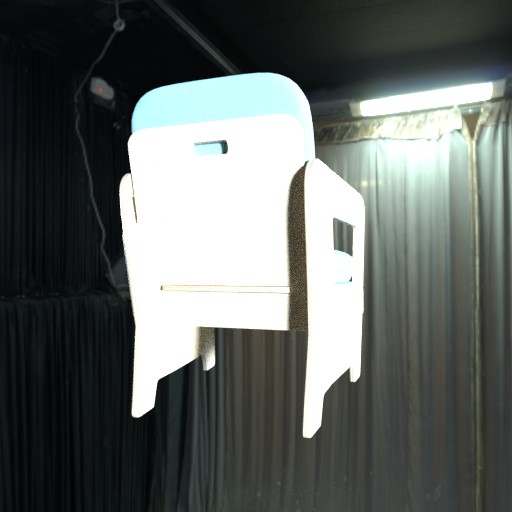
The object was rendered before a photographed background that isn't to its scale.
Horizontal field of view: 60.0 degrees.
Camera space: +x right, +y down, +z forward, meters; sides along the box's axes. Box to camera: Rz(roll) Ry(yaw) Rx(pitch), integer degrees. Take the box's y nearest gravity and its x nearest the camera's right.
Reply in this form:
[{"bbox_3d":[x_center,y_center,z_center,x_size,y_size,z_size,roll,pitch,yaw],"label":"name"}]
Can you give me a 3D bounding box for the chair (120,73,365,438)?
[{"bbox_3d":[0.000,0.000,1.313,0.590,0.800,0.710,0,-2,18],"label":"chair"}]
